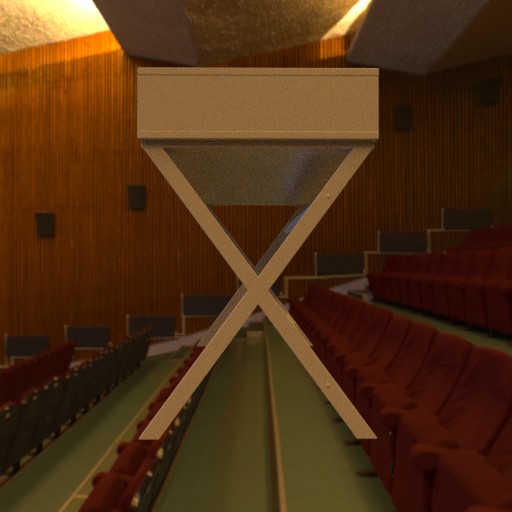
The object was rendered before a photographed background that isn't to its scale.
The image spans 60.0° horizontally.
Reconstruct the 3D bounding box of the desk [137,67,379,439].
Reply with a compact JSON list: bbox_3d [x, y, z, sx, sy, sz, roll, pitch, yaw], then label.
[{"bbox_3d":[0.000,0.000,1.452,0.509,0.780,1.059,0,0,0],"label":"desk"}]
